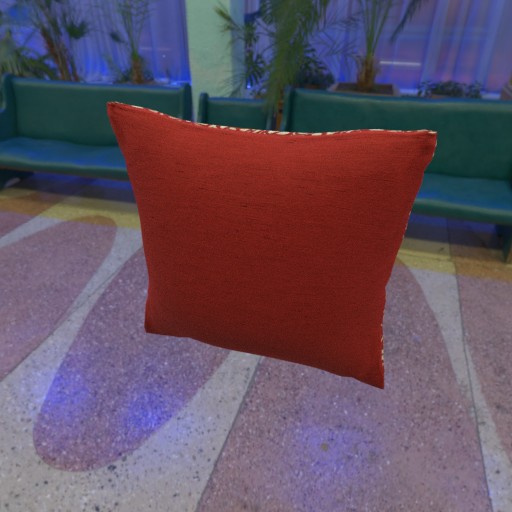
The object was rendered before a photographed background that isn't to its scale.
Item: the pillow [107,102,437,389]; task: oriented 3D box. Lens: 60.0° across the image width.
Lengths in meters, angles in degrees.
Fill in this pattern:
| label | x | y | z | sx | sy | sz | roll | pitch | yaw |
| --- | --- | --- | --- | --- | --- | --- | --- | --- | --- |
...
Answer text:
| label | x | y | z | sx | sy | sz | roll | pitch | yaw |
| --- | --- | --- | --- | --- | --- | --- | --- | --- | --- |
| pillow | 0.000 | 0.000 | 0.667 | 0.438 | 0.419 | 0.162 | 10 | 34 | 16 |
